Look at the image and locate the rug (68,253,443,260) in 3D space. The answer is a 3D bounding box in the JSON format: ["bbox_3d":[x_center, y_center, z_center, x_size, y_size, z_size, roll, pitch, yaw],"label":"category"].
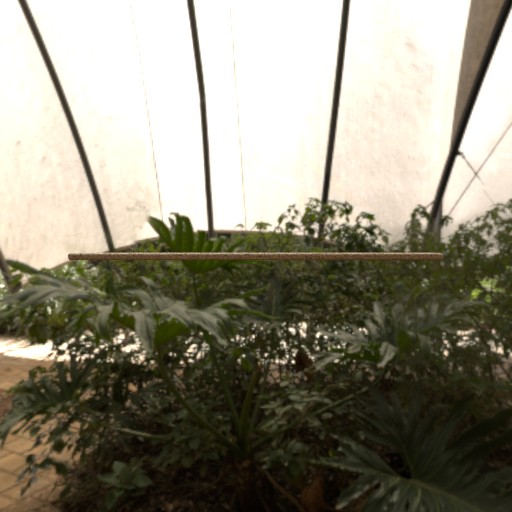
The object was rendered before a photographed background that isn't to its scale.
[{"bbox_3d":[0.000,0.000,3.000,1.524,0.030,2.438,0,0,0],"label":"rug"}]
